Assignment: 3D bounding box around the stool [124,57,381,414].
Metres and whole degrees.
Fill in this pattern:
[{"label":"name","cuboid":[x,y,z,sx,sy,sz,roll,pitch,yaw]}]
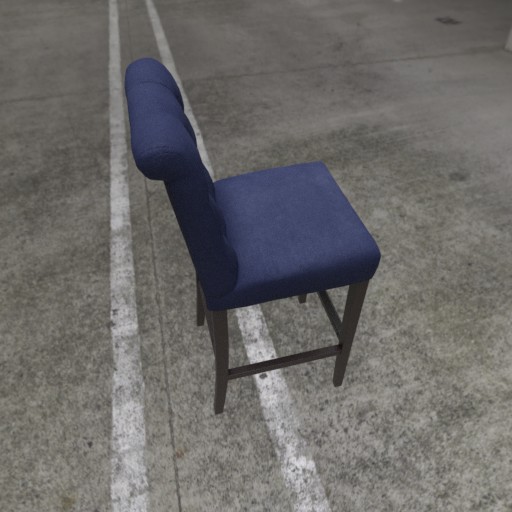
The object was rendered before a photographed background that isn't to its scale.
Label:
[{"label":"stool","cuboid":[0.000,0.000,1.430,0.601,1.140,0.493,-10,46,-10]}]
